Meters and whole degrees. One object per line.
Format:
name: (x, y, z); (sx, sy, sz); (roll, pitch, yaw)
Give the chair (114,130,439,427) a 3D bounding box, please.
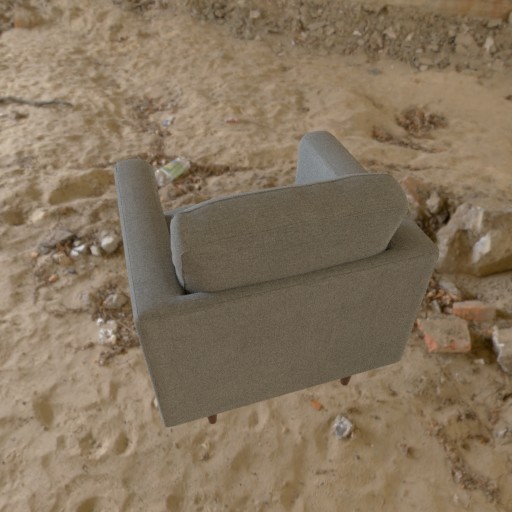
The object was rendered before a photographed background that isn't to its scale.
chair: (0.000, 0.000, 1.568); (0.855, 0.927, 0.800); (-12, 44, -13)
